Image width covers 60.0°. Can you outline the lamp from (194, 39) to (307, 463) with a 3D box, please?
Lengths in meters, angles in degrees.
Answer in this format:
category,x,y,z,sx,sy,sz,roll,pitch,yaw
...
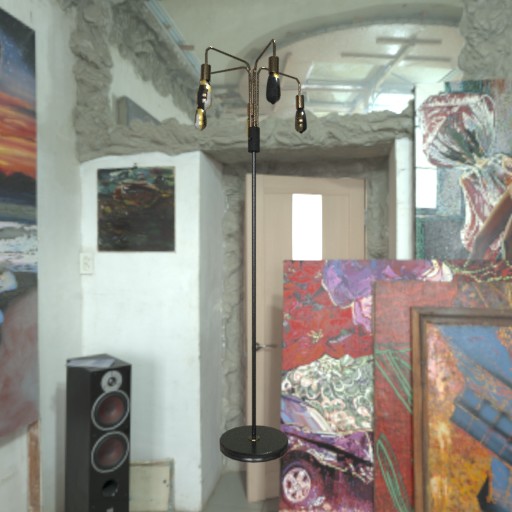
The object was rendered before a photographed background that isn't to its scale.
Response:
category,x,y,z,sx,sy,sz,roll,pitch,yaw
lamp,0.000,0.000,1.992,0.572,1.721,0.599,0,0,-18
